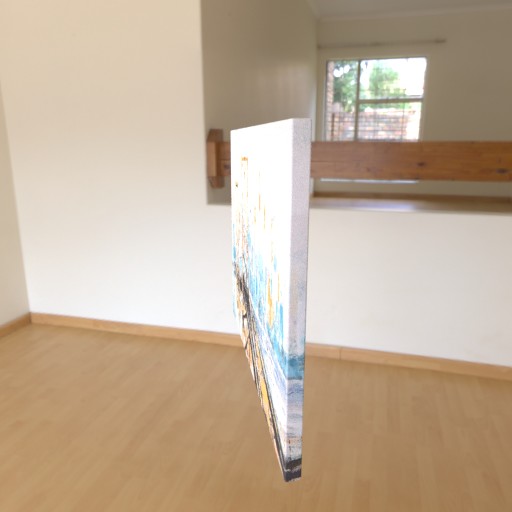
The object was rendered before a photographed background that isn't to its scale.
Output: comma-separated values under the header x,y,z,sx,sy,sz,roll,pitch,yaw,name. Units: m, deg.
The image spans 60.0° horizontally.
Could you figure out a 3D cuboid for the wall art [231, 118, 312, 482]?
x,y,z,sx,sy,sz,roll,pitch,yaw,name
0.000,0.000,1.359,0.038,0.762,1.016,-2,15,-9,wall art
